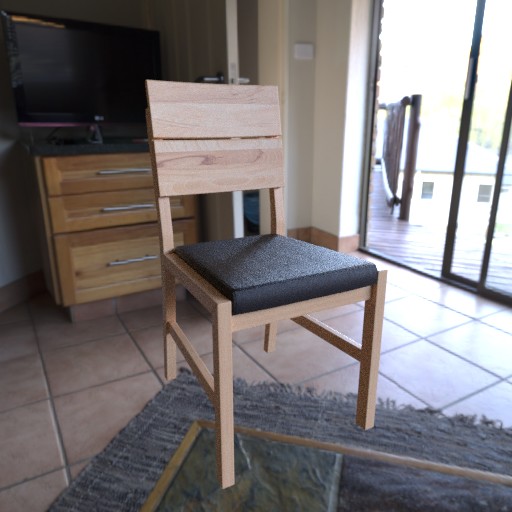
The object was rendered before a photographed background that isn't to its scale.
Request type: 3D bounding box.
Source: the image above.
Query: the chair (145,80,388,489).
[{"bbox_3d":[0.000,0.000,1.254,0.475,0.950,0.560,-9,19,-27],"label":"chair"}]
